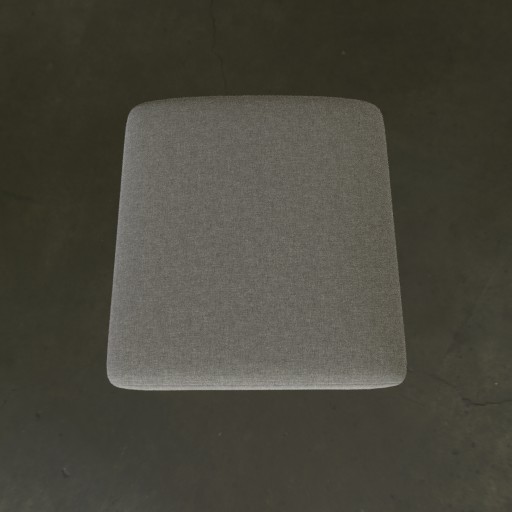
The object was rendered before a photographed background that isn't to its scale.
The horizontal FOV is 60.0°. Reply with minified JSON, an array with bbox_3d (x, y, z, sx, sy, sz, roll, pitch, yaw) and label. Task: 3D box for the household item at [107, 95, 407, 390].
[{"bbox_3d":[0.000,0.000,0.912,0.530,0.410,0.530,0,74,0],"label":"household item"}]
